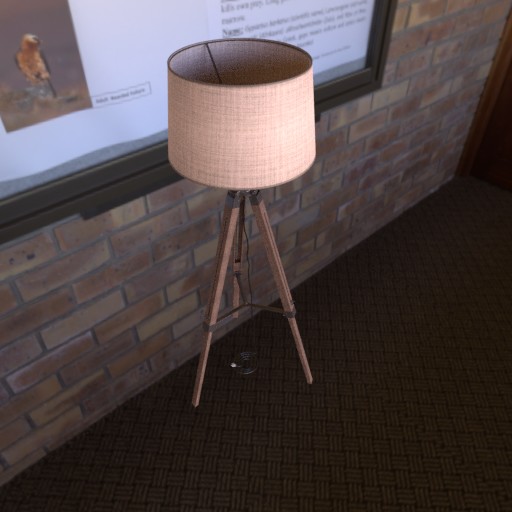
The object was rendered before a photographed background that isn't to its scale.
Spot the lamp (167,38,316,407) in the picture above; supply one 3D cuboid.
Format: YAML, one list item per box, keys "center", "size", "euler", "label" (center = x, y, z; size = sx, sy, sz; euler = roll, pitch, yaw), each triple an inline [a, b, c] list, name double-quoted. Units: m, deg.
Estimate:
- center: [0.000, 0.000, 1.782]
  size: [0.587, 1.510, 0.604]
  euler: [11, 42, 12]
  label: "lamp"
